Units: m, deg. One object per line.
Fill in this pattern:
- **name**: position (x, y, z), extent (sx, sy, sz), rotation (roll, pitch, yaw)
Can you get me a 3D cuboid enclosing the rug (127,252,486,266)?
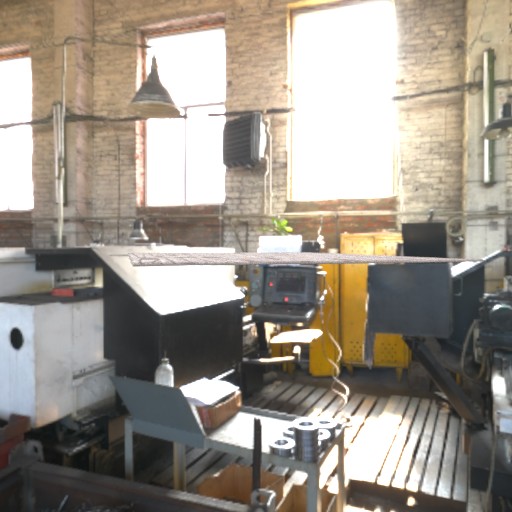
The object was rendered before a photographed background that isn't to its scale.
- **rug**: position (0.000, 0.000, 4.423), extent (2.449, 0.019, 3.357), rotation (0, 2, -17)
